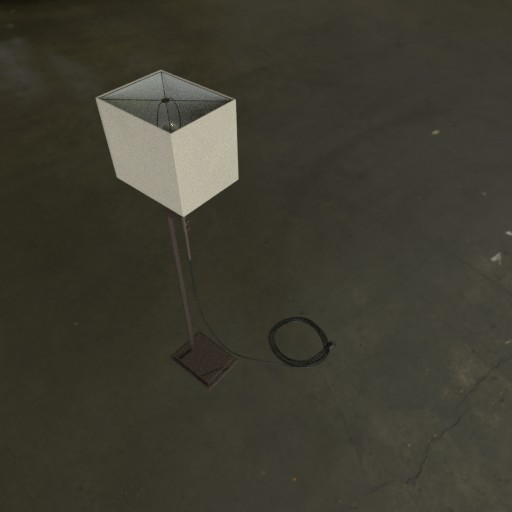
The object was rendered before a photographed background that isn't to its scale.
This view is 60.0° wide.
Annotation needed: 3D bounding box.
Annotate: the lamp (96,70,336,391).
[{"bbox_3d":[0.000,0.000,2.043,0.698,1.600,0.774,31,53,27],"label":"lamp"}]
